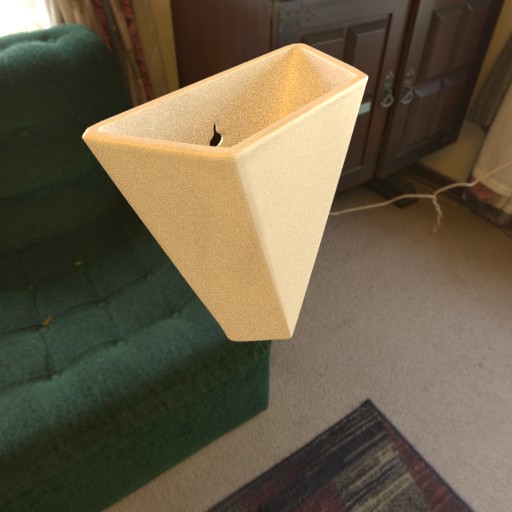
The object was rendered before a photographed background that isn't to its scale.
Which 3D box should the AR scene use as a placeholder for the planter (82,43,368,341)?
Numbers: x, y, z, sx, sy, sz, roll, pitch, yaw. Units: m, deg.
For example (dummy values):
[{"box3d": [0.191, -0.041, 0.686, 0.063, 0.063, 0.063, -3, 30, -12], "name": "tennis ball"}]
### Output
[{"box3d": [0.000, 0.000, 0.265, 0.060, 0.197, 0.150, 28, 48, 28], "name": "planter"}]
